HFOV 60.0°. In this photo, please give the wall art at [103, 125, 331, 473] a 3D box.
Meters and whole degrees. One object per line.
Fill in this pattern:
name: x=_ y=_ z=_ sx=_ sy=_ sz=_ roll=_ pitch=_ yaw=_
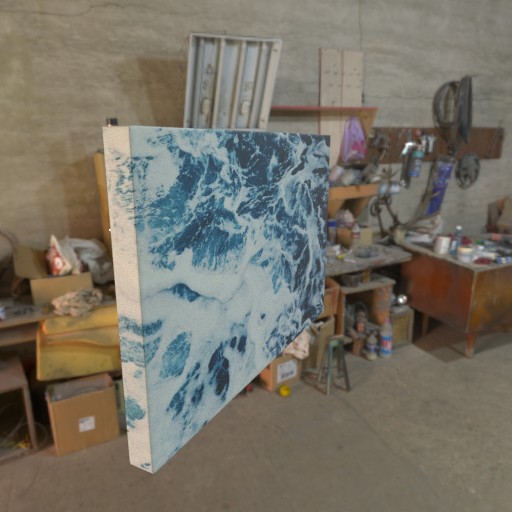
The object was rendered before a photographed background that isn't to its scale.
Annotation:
wall art: x=0.000 y=0.000 z=0.756 sx=0.043 sy=0.407 sz=0.609 roll=7 pitch=16 yaw=27
